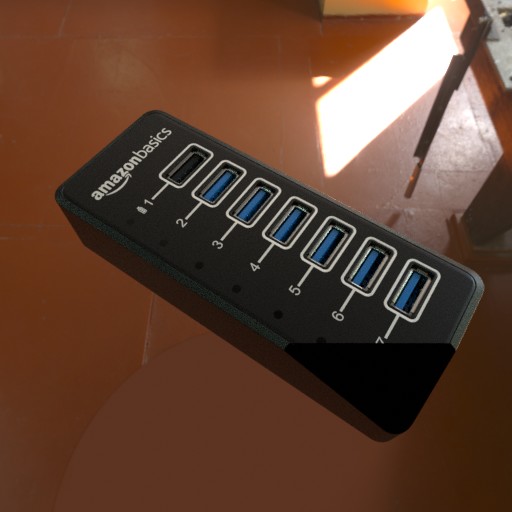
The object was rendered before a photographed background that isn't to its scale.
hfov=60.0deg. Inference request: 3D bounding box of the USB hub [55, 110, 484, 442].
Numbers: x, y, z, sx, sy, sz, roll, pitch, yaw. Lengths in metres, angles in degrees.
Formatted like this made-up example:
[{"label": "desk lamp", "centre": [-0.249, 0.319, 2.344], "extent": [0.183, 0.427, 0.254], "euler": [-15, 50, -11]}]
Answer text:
[{"label": "USB hub", "centre": [0.000, 0.000, 0.125], "extent": [0.110, 0.023, 0.044], "euler": [31, 64, 17]}]
